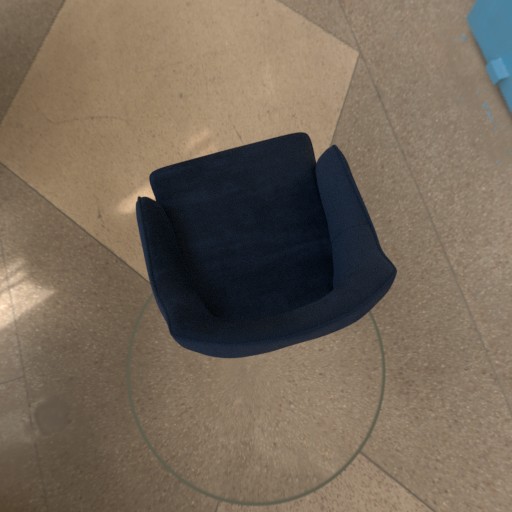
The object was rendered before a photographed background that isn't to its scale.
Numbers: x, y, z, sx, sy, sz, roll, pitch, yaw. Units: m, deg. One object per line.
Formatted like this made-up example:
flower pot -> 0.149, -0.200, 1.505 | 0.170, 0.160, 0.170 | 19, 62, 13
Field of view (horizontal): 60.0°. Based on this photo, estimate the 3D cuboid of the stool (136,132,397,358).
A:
stool -> 0.000, 0.000, 1.294 | 0.550, 0.940, 0.560 | -16, 77, -4
